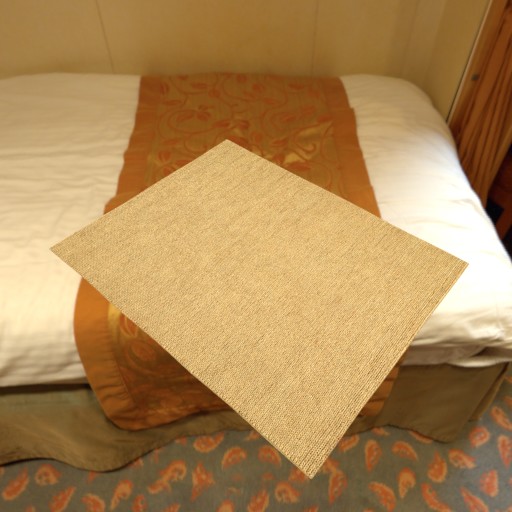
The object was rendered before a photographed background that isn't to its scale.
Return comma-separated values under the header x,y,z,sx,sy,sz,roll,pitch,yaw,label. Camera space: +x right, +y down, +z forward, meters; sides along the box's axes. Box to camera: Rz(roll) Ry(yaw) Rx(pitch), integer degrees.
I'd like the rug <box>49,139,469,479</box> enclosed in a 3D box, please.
x,y,z,sx,sy,sz,roll,pitch,yaw,label
0.000,0.000,4.076,3.034,0.012,2.406,33,56,26,rug
